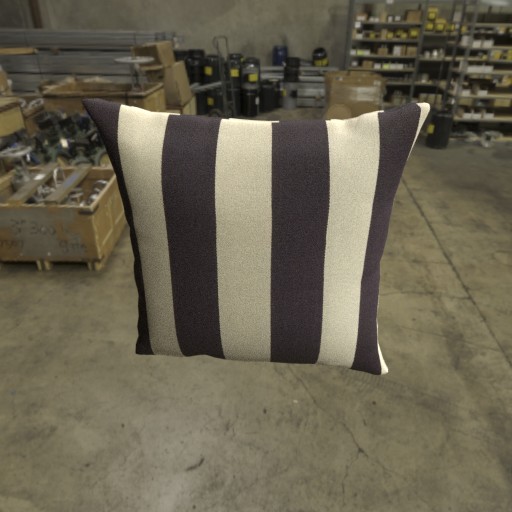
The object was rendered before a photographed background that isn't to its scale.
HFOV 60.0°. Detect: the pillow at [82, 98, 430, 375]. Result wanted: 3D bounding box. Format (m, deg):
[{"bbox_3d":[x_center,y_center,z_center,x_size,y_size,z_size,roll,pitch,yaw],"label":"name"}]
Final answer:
[{"bbox_3d":[0.000,0.000,0.783,0.536,0.526,0.189,2,30,4],"label":"pillow"}]
